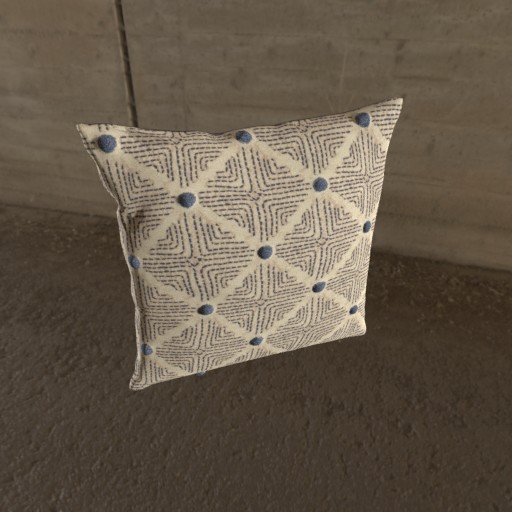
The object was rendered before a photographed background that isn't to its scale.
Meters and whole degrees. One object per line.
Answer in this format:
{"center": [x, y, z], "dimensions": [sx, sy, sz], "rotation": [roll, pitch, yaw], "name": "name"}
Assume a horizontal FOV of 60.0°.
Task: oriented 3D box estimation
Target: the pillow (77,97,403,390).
{"center": [0.000, 0.000, 0.786], "dimensions": [0.510, 0.510, 0.145], "rotation": [-10, 33, -15], "name": "pillow"}
